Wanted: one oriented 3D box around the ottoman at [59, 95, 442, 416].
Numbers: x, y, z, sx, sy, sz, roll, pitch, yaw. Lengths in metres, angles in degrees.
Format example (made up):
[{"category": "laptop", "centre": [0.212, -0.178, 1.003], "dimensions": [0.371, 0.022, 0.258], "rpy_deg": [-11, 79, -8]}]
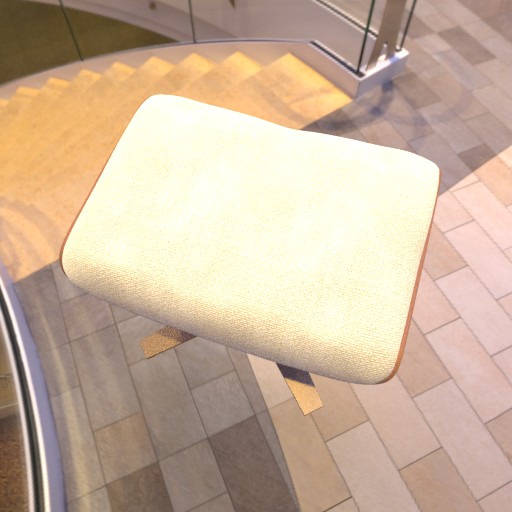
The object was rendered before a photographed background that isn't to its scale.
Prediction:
[{"category": "ottoman", "centre": [0.000, 0.000, 0.813], "dimensions": [0.520, 0.391, 0.394], "rpy_deg": [17, 60, 10]}]
